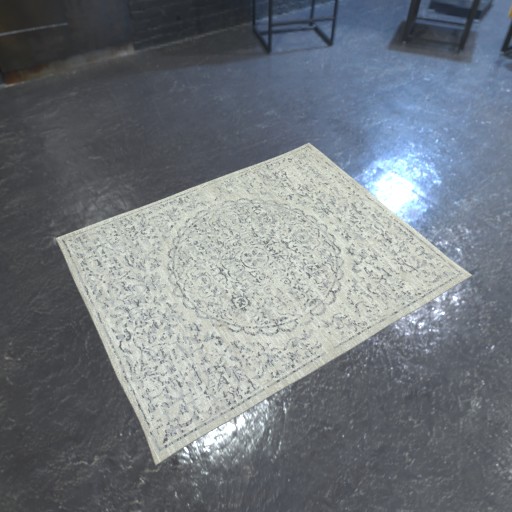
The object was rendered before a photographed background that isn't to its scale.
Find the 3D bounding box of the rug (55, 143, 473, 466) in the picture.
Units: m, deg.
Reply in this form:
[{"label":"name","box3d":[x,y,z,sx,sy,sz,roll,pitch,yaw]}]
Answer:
[{"label":"rug","box3d":[0.000,0.000,3.948,2.925,0.026,2.343,-25,52,-21]}]
